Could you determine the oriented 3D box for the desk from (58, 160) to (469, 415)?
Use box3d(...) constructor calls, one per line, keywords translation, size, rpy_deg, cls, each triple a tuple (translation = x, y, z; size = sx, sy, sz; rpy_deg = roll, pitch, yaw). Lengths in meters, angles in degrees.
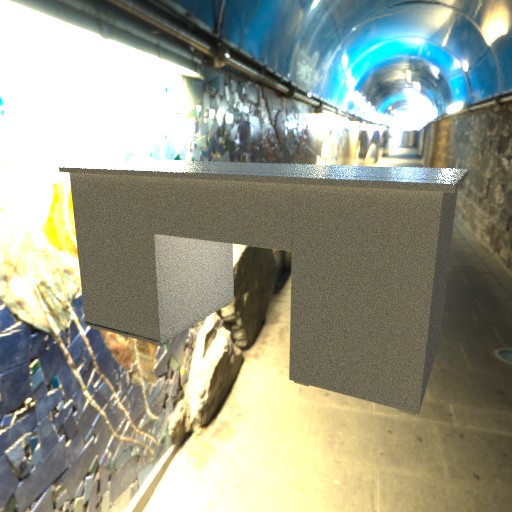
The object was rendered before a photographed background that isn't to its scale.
box3d(translation=(0.000, 0.000, 1.945), size=(1.580, 0.760, 0.670), rpy_deg=(8, 17, 27), cls="desk")
